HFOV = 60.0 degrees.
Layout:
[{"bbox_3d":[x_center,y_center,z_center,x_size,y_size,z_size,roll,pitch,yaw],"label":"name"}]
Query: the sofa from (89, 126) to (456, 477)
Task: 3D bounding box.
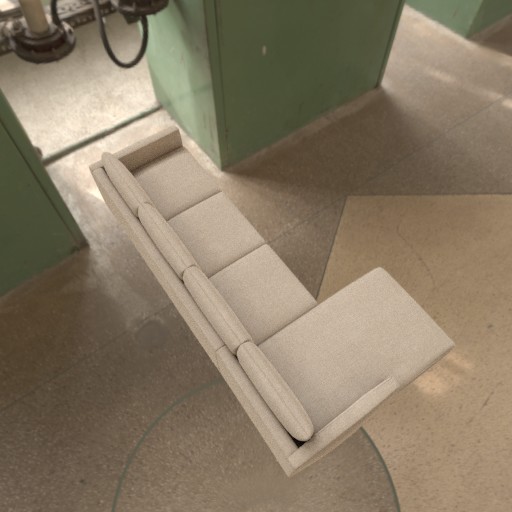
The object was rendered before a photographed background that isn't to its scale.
[{"bbox_3d":[0.000,0.000,3.567,1.469,0.816,2.923,-31,64,-17],"label":"sofa"}]
